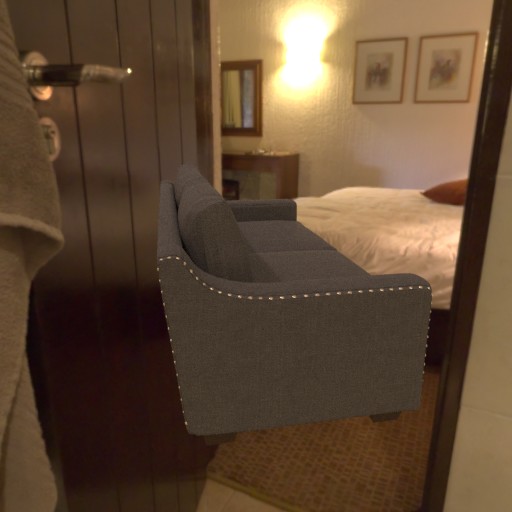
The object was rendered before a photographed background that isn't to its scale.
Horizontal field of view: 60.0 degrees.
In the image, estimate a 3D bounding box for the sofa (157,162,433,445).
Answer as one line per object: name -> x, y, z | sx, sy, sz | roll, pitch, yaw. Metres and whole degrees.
sofa -> 0.000, 0.000, 3.237 | 1.336, 1.196, 2.550 | -3, 17, -11
